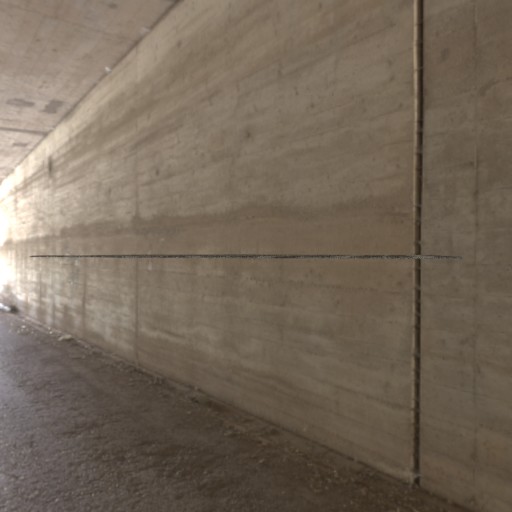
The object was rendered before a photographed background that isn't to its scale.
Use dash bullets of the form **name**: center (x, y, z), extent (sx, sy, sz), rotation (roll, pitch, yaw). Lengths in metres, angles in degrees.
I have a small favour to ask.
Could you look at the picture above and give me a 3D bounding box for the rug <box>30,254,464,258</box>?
- **rug**: center (0.000, 0.000, 3.073), extent (2.434, 0.015, 1.520), rotation (0, 1, 17)
